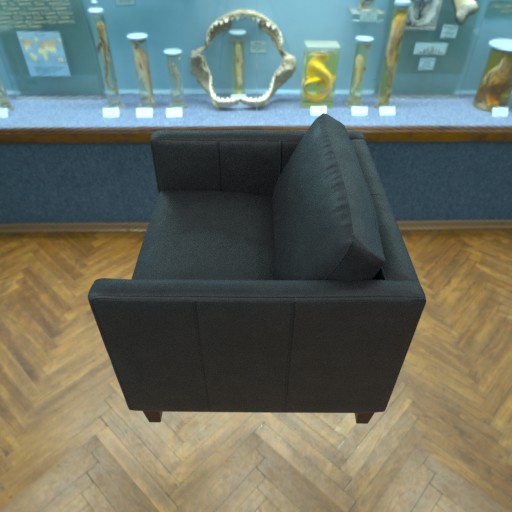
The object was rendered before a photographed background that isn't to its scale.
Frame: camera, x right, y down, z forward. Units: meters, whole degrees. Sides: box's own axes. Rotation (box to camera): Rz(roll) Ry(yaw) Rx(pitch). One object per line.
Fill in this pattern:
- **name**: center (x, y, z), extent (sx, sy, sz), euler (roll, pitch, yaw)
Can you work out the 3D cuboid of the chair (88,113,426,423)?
- **chair**: center (0.000, 0.000, 1.607), extent (0.862, 0.811, 0.939), euler (0, 42, 0)
